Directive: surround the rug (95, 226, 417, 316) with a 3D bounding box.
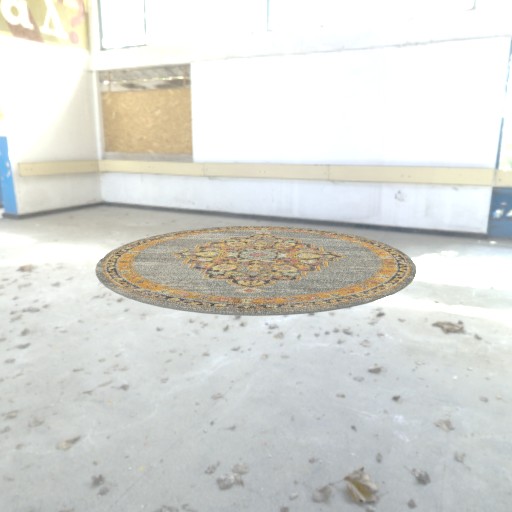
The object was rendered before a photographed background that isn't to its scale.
[{"bbox_3d":[0.000,0.000,3.479,2.382,0.014,2.382,0,15,0],"label":"rug"}]
